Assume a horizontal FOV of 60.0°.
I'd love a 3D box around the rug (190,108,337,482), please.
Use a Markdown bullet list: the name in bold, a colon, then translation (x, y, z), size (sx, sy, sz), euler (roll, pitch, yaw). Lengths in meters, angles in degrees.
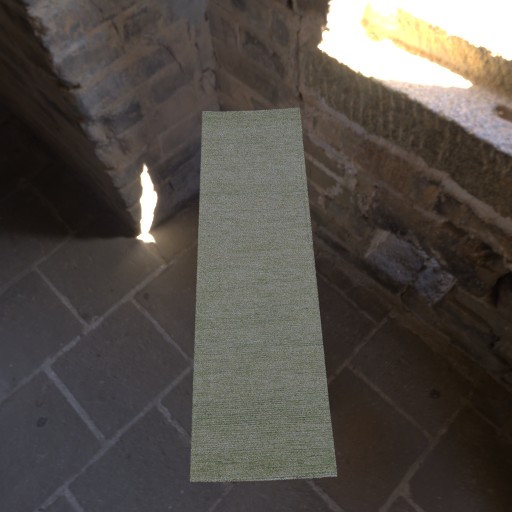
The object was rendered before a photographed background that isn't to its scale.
- **rug**: translation (0.000, 0.000, 2.588), size (0.686, 0.013, 2.340), euler (-1, 63, -1)
